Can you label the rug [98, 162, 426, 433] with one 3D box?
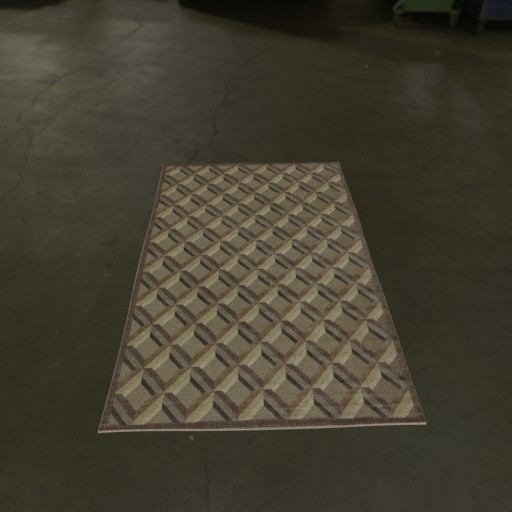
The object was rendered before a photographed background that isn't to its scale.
[{"bbox_3d":[0.000,0.000,2.053,1.066,0.011,1.677,-1,42,-1],"label":"rug"}]
